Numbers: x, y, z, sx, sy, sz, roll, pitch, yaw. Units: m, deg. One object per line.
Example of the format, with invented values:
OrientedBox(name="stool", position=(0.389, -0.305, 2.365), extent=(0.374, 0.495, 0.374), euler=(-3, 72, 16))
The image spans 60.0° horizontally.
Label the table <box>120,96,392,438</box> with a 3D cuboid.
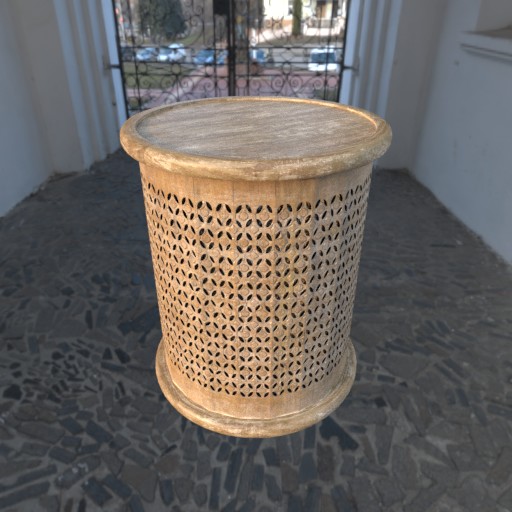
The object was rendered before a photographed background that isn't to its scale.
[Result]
OrientedBox(name="table", position=(0.000, 0.000, 0.800), extent=(0.407, 0.482, 0.407), euler=(0, 30, 0))
